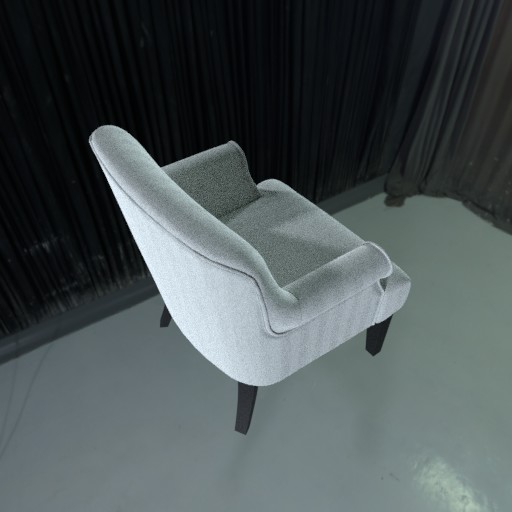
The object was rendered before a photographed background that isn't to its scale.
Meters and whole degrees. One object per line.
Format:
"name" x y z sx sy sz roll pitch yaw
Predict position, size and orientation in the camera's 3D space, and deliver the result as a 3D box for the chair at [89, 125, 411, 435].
"chair" 0.000 0.000 1.439 0.750 0.875 0.781 -27 50 -25
